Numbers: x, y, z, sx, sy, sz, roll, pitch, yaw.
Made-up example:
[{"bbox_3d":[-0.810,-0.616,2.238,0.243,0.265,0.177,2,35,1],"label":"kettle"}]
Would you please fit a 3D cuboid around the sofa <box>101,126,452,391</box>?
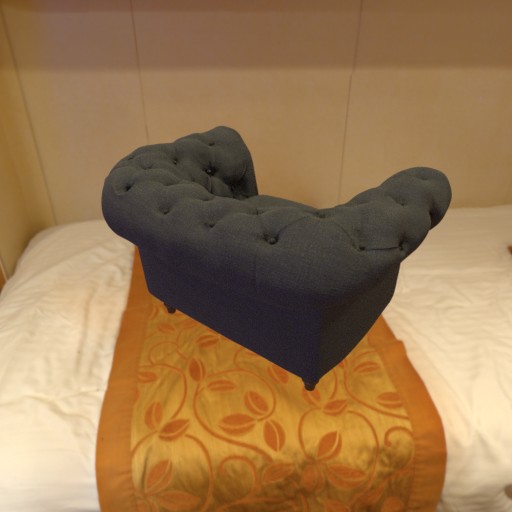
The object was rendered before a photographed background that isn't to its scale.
[{"bbox_3d":[0.000,0.000,2.075,1.405,0.878,1.032,22,37,32],"label":"sofa"}]
